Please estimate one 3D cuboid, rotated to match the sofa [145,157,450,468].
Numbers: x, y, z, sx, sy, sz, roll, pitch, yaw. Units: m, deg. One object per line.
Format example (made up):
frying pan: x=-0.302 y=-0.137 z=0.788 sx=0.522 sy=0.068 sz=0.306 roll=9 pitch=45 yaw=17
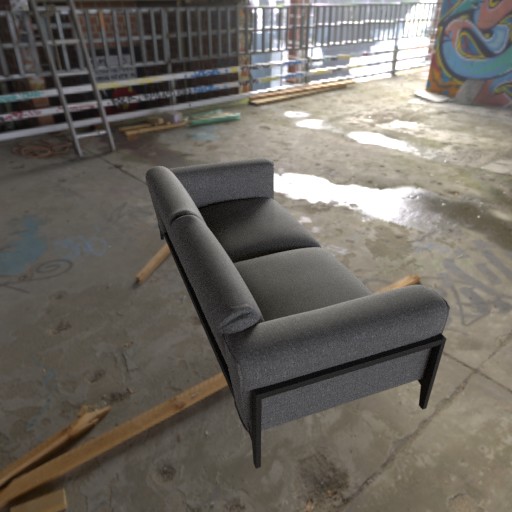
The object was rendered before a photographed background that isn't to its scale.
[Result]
sofa: x=0.000 y=0.000 z=2.630 sx=0.985 sy=0.703 sz=2.125 roll=-11 pitch=33 yaw=-18
